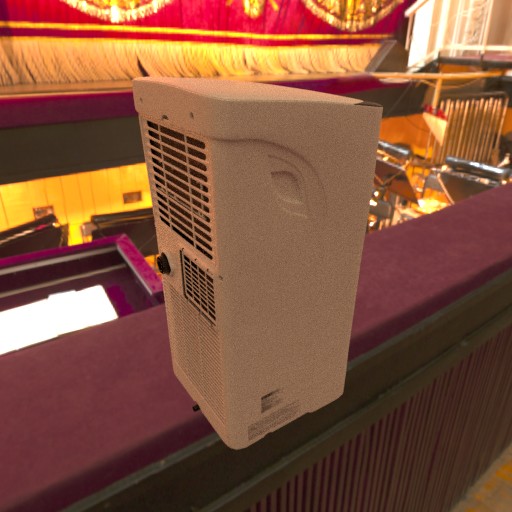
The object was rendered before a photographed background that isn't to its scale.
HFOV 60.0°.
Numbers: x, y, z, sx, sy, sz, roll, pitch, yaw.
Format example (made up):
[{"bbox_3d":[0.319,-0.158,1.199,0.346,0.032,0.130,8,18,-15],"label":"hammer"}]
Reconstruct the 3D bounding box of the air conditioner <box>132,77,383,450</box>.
[{"bbox_3d":[0.000,0.000,0.944,0.369,0.716,0.352,-16,31,-30],"label":"air conditioner"}]
